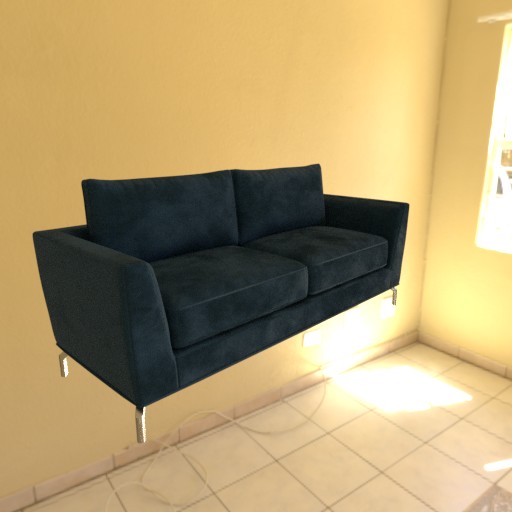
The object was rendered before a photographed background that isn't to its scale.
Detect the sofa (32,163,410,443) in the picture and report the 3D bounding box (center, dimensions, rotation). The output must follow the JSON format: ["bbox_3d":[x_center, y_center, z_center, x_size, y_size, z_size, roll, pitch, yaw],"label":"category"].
[{"bbox_3d":[0.000,0.000,2.648,0.853,0.998,2.212,14,20,42],"label":"sofa"}]
